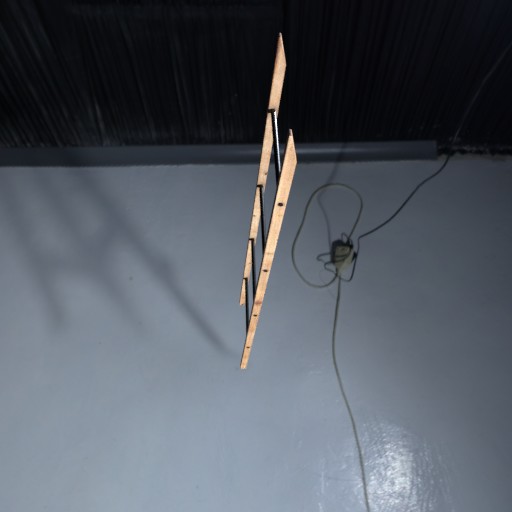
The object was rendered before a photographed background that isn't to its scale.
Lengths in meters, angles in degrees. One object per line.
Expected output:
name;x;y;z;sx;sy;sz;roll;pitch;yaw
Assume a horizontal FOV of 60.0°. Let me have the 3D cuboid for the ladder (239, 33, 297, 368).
ladder;0.000;0.000;1.969;0.200;1.805;0.442;-2;58;-1
